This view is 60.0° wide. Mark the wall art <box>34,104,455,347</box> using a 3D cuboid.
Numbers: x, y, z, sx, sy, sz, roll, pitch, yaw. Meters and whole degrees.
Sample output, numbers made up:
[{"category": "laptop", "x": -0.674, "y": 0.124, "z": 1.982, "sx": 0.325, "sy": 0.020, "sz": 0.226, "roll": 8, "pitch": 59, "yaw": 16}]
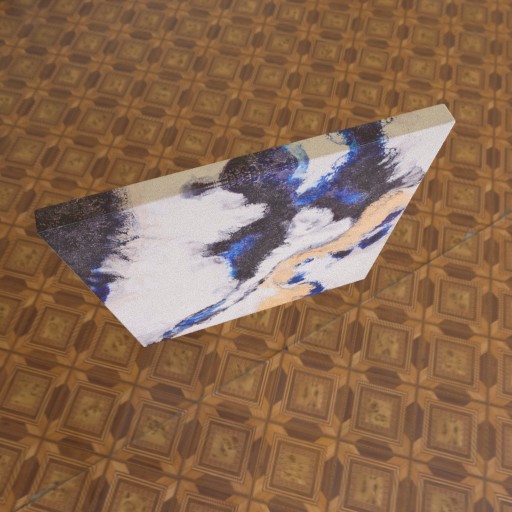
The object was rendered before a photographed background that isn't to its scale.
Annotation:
[{"category": "wall art", "x": 0.000, "y": 0.000, "z": 0.895, "sx": 0.609, "sy": 0.609, "sz": 0.039, "roll": -16, "pitch": 66, "yaw": -8}]
